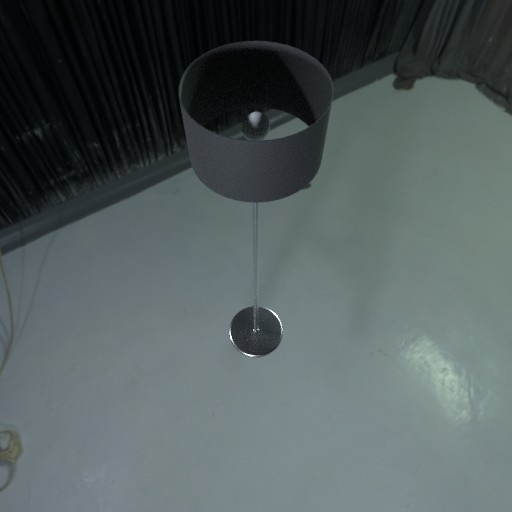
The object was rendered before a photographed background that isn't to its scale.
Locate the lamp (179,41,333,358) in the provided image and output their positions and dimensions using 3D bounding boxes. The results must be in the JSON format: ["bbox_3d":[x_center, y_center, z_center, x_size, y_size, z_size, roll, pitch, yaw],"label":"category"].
[{"bbox_3d":[0.000,0.000,1.610,0.348,1.443,0.348,-32,63,-18],"label":"lamp"}]
